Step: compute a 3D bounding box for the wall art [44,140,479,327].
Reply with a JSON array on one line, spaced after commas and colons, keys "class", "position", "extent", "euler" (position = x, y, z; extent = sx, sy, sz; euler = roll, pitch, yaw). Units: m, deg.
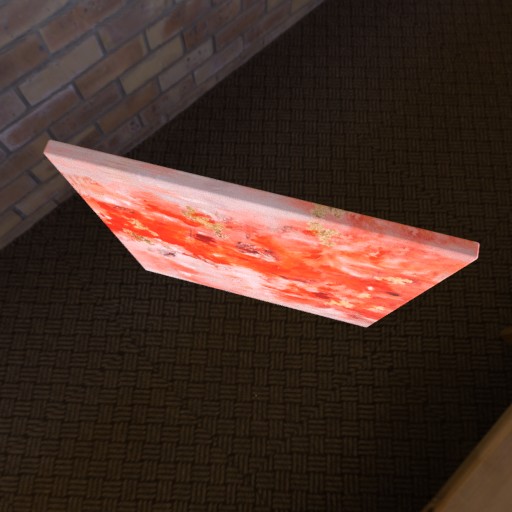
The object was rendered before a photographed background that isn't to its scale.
[{"class": "wall art", "position": [0.000, 0.000, 1.290], "extent": [0.878, 0.878, 0.066], "euler": [14, 73, 4]}]
